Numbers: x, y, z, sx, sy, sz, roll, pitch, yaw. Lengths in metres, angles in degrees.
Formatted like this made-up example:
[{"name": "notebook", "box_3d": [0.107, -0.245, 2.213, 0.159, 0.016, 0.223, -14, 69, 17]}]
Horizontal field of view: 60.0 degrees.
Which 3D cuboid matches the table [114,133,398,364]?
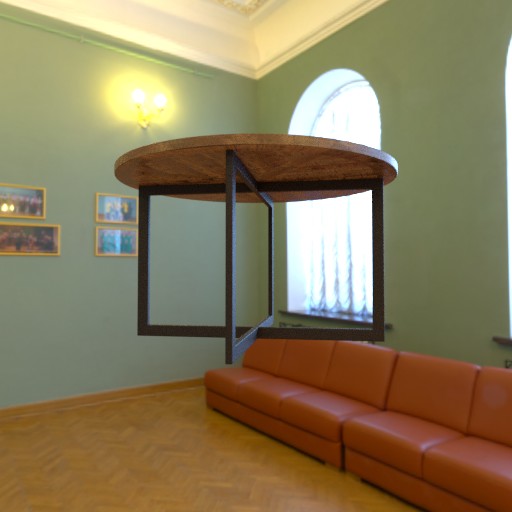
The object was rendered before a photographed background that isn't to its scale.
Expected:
[{"name": "table", "box_3d": [0.000, 0.000, 2.064, 1.264, 0.762, 1.264, 0, -2, 0]}]
